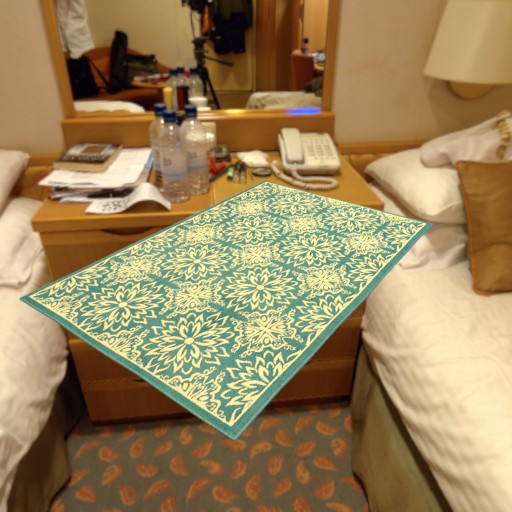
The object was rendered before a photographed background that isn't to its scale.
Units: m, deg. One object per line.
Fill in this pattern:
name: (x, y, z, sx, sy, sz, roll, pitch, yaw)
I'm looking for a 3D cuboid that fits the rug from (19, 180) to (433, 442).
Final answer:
rug: (0.000, 0.000, 3.407, 1.830, 0.018, 2.769, 20, 36, 31)
